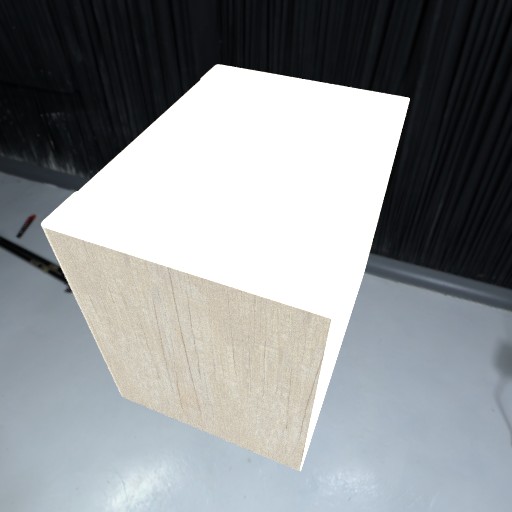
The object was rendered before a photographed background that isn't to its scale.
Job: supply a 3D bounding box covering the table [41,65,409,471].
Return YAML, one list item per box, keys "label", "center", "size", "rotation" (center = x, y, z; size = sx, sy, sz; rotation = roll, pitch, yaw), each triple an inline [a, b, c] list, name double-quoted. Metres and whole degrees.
- label: "table"
  center: [0.000, 0.000, 0.924]
  size: [0.420, 0.510, 0.570]
  rotation: [16, 48, 15]
